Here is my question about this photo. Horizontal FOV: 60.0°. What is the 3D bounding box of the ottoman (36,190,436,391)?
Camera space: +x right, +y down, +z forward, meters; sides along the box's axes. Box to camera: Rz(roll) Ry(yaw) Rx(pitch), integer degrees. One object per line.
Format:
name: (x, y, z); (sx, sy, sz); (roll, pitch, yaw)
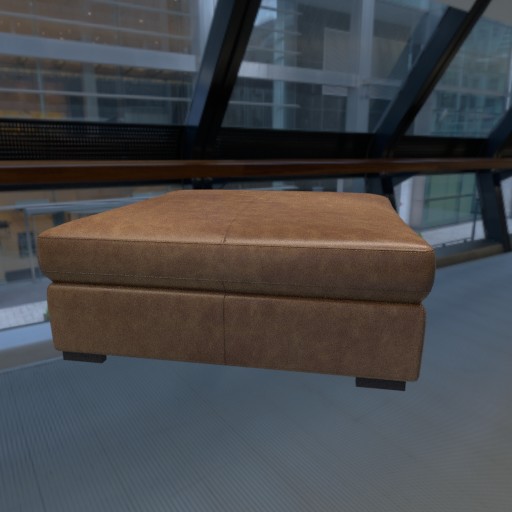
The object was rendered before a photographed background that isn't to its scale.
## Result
ottoman: (0.000, 0.000, 1.836); (1.168, 0.483, 1.169); (3, 15, 10)
